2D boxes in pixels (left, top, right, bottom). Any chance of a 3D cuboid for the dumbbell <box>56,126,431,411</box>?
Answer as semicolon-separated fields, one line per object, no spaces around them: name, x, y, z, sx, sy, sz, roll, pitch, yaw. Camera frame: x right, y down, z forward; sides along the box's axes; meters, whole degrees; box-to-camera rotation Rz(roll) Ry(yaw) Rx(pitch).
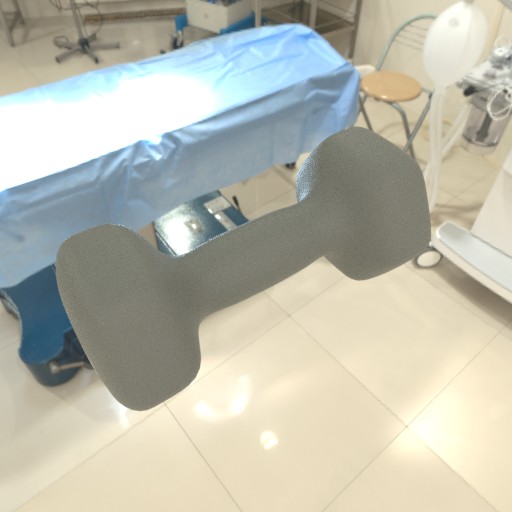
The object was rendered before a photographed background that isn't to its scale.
dumbbell;0.000;0.000;0.228;0.184;0.081;0.090;-25;52;-21
